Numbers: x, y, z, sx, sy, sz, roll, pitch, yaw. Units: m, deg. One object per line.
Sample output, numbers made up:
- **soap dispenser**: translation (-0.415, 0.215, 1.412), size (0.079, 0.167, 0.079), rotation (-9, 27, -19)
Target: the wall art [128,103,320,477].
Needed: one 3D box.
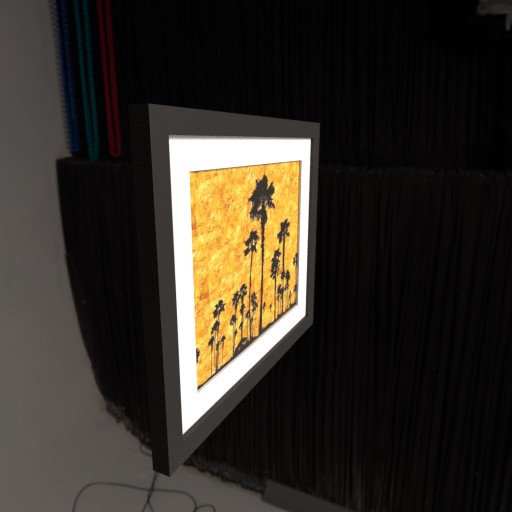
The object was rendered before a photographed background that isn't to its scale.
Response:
- **wall art**: translation (0.000, 0.000, 0.766), size (0.028, 0.460, 0.561), rotation (7, 16, 25)
